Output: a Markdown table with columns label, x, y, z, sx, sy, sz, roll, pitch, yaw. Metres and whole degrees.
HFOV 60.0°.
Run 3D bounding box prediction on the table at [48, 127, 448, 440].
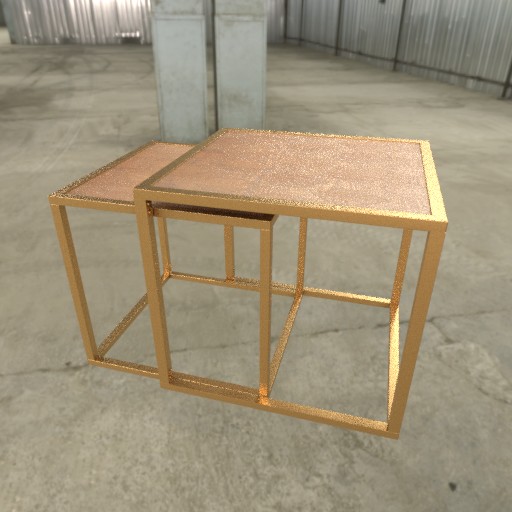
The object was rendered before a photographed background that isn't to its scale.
| label | x | y | z | sx | sy | sz | roll | pitch | yaw |
| --- | --- | --- | --- | --- | --- | --- | --- | --- | --- |
| table | 0.000 | 0.000 | 1.110 | 0.762 | 0.505 | 0.505 | 8 | 30 | 13 |
